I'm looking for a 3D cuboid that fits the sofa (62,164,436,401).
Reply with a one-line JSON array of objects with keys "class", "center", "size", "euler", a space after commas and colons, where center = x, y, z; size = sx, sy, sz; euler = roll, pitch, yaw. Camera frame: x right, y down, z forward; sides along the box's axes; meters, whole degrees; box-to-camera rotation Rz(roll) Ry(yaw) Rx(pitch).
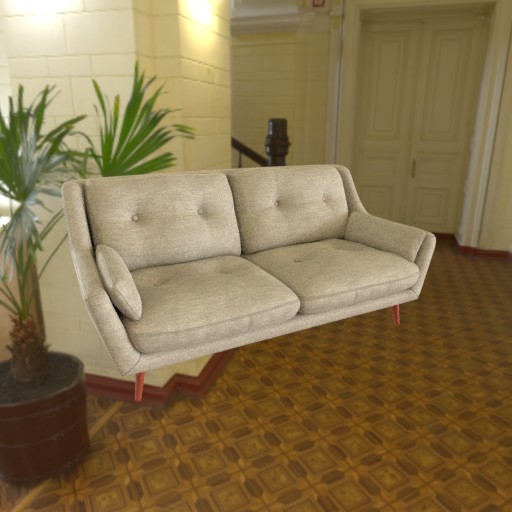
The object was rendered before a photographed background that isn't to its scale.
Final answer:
[{"class": "sofa", "center": [0.000, 0.000, 2.489], "size": [1.930, 0.897, 0.976], "euler": [-9, 20, -27]}]
